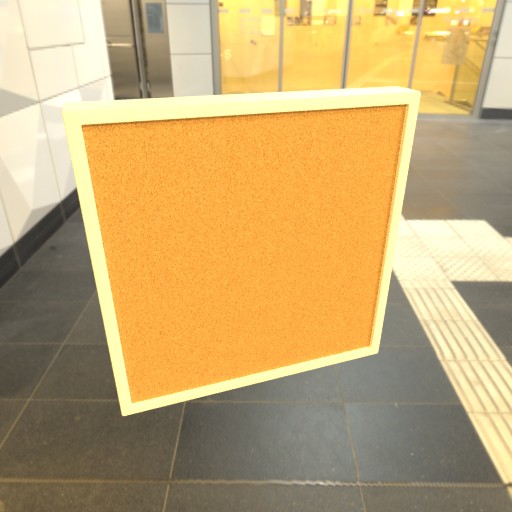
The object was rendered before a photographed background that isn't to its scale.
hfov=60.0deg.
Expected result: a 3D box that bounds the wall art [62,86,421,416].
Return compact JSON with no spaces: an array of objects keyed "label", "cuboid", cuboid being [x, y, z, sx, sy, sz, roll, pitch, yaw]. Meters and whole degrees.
[{"label":"wall art","cuboid":[0.000,0.000,0.445,0.305,0.305,0.038,-9,29,-17]}]
